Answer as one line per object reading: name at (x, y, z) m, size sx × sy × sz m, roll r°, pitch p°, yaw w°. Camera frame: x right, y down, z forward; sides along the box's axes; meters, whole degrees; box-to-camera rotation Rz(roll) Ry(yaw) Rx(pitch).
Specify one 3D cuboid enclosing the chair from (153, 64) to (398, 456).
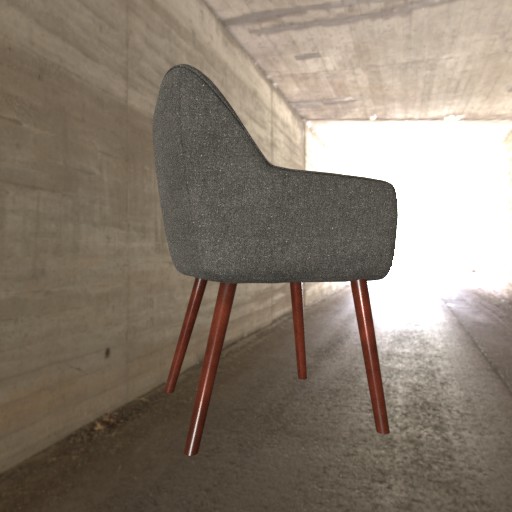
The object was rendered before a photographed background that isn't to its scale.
chair at (0.000, 0.000, 1.169) m, size 0.519 × 0.803 × 0.543 m, roll 0°, pitch 0°, yaw -17°
